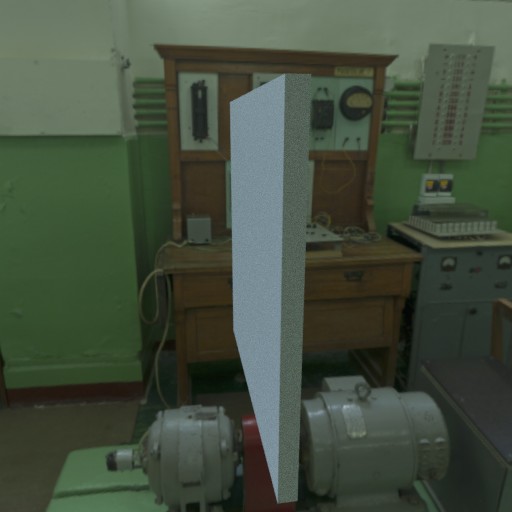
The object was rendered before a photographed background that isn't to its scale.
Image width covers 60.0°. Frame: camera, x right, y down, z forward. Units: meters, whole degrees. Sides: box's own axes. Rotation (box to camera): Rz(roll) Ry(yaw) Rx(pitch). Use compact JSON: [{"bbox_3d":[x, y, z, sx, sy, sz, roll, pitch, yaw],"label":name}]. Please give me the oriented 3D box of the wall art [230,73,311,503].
[{"bbox_3d":[0.000,0.000,0.809,0.028,0.559,0.559,-3,16,-9],"label":"wall art"}]
